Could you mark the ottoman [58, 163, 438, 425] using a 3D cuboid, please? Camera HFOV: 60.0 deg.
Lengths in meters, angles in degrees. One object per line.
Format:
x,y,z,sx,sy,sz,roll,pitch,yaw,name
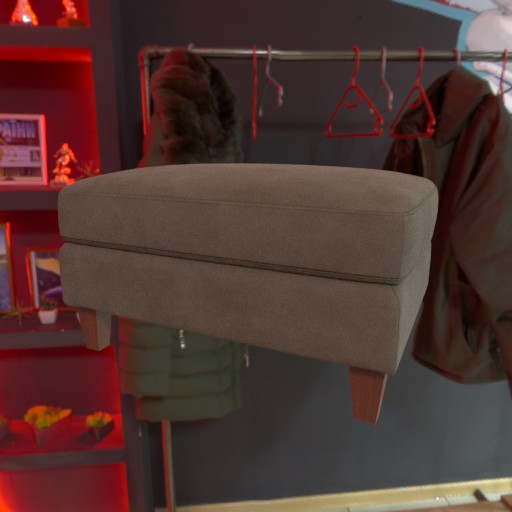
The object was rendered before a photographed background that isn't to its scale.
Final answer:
0.000,0.000,1.196,0.864,0.483,0.584,7,16,25,ottoman
